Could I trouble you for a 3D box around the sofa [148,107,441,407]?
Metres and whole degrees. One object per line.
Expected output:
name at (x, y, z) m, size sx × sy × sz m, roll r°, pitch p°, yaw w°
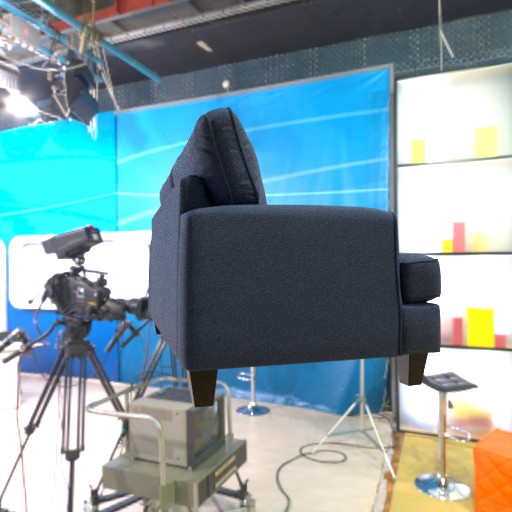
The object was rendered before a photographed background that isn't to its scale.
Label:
sofa at (0.000, 0.000, 2.233) m, size 0.965 × 0.965 × 1.651 m, roll 0°, pitch -1°, yaw -17°
